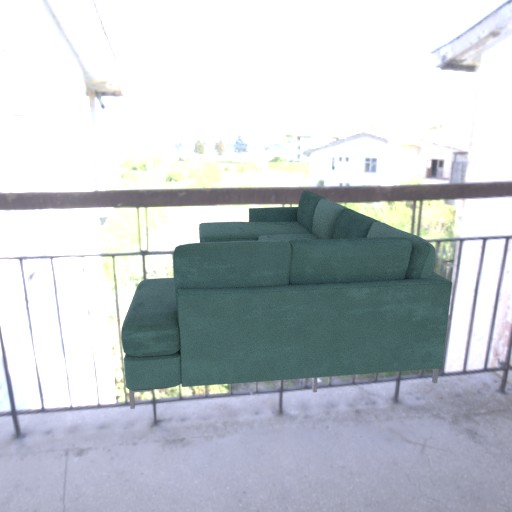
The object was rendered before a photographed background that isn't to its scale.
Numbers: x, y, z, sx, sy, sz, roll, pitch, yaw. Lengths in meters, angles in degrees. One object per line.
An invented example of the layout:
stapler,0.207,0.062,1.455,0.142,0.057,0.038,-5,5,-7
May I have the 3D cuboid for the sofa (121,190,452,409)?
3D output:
sofa,0.000,0.000,4.333,2.055,0.992,3.434,-2,15,-7
